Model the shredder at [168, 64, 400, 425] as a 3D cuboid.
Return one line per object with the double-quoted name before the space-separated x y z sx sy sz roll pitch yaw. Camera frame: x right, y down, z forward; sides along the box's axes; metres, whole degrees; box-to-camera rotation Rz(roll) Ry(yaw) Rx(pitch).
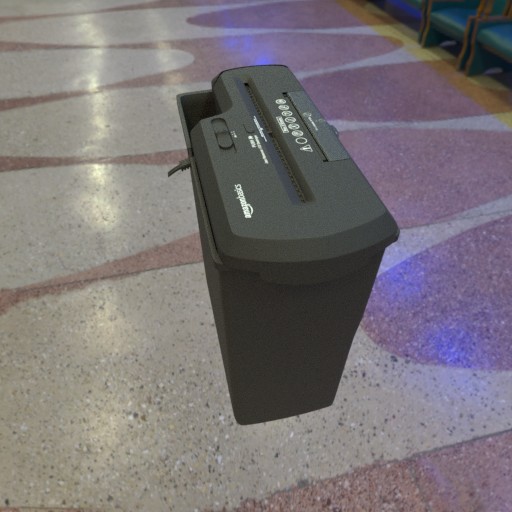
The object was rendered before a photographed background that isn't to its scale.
"shredder" 0.000 0.000 0.520 0.170 0.335 0.320 -9 46 -9
